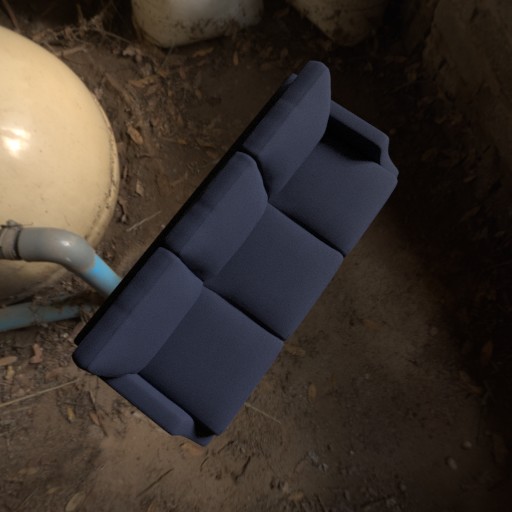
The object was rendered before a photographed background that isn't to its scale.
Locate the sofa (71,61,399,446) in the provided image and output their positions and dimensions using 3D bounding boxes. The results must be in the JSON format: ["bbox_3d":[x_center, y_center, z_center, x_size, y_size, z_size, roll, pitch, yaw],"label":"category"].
[{"bbox_3d":[0.000,0.000,2.643,0.888,0.984,2.115,35,79,8],"label":"sofa"}]
